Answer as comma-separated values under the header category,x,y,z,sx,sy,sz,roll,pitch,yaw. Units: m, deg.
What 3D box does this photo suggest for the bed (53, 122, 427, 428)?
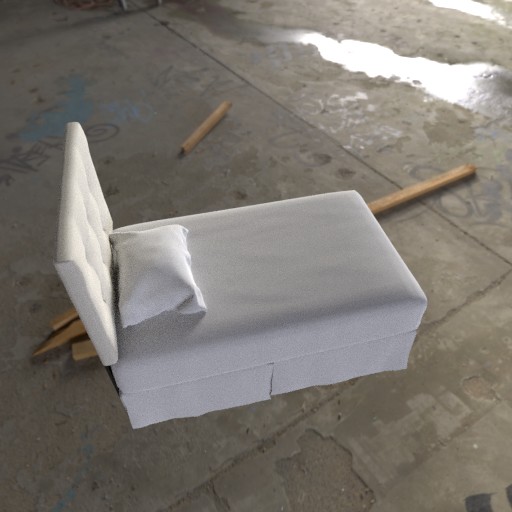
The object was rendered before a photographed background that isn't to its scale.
category,x,y,z,sx,sy,sz,roll,pitch,yaw
bed,0.000,0.000,2.880,1.997,1.571,1.261,-10,47,-10
